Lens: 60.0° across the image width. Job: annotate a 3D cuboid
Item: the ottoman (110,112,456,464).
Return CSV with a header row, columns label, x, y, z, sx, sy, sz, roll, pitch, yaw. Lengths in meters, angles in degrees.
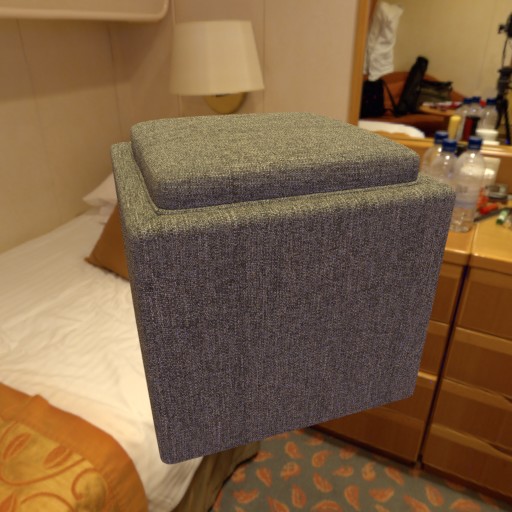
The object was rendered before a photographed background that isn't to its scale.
label,x,y,z,sx,sy,sz,roll,pitch,yaw
ottoman,0.000,0.000,0.812,0.450,0.460,0.450,-9,29,-17
